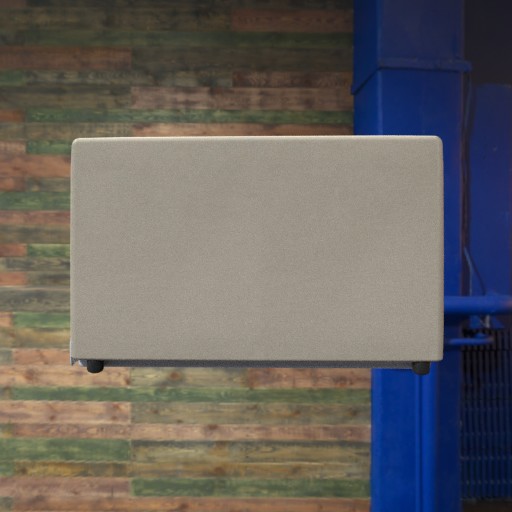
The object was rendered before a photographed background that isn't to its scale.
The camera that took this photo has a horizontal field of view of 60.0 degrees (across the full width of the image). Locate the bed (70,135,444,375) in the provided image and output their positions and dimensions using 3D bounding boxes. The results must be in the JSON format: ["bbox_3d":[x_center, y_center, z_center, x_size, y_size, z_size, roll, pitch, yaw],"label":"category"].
[{"bbox_3d":[0.000,0.000,3.548,2.119,1.317,2.319,0,0,1],"label":"bed"}]
